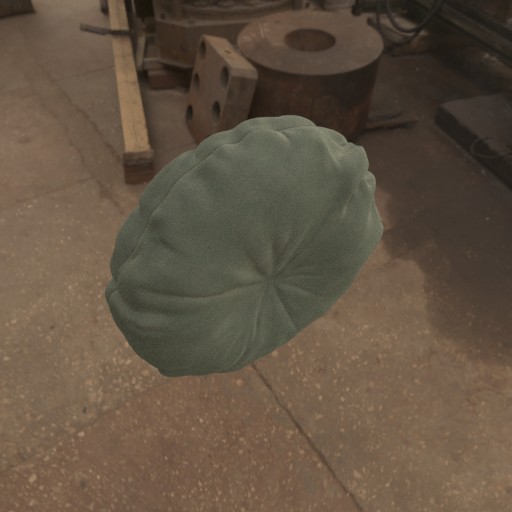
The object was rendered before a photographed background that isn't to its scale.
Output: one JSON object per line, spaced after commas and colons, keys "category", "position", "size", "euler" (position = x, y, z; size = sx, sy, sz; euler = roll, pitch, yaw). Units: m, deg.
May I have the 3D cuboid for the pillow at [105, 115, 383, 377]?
{"category": "pillow", "position": [0.000, 0.000, 0.645], "size": [0.428, 0.407, 0.148], "euler": [-23, 50, -21]}
